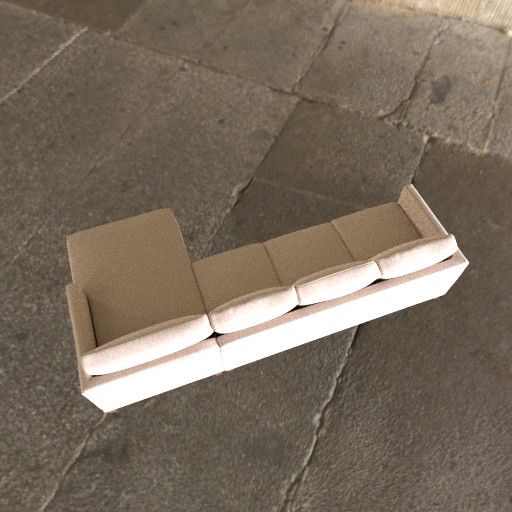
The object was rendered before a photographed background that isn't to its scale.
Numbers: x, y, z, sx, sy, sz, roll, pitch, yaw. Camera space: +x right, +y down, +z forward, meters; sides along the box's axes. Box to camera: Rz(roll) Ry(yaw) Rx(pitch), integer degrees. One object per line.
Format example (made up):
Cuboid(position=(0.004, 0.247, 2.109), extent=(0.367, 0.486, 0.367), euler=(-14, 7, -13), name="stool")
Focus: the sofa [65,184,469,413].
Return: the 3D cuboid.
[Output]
Cuboid(position=(0.000, 0.000, 3.980), extent=(3.186, 0.861, 1.625), euler=(-17, 60, -10), name="sofa")
